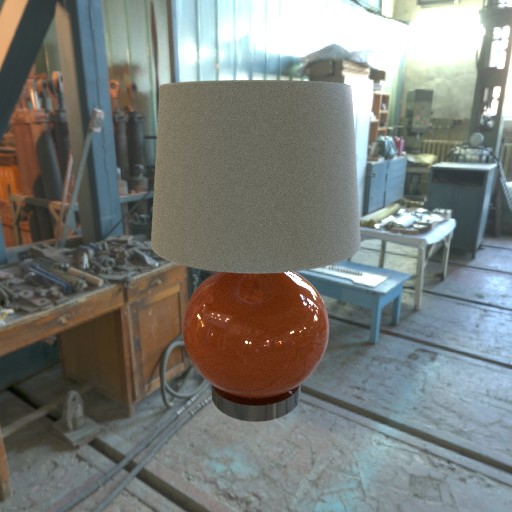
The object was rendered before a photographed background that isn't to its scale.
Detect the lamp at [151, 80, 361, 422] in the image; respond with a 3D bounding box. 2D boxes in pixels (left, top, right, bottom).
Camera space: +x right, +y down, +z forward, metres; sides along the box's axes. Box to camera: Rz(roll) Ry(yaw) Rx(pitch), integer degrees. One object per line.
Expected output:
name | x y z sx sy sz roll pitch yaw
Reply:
lamp | 0.000 0.000 0.540 0.247 0.387 0.247 0 18 0
